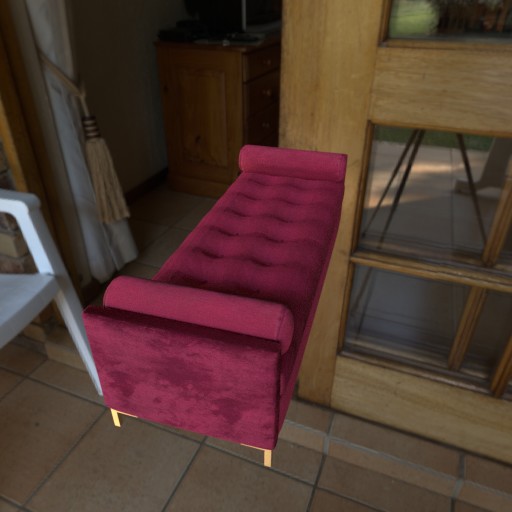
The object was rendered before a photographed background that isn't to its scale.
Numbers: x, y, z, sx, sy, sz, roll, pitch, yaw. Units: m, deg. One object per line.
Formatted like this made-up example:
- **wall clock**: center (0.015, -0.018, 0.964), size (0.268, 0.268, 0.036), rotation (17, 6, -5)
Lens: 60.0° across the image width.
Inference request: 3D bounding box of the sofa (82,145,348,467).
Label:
- **sofa**: center (0.000, 0.000, 2.573), size (0.796, 0.705, 2.102), rotation (9, 33, 14)
